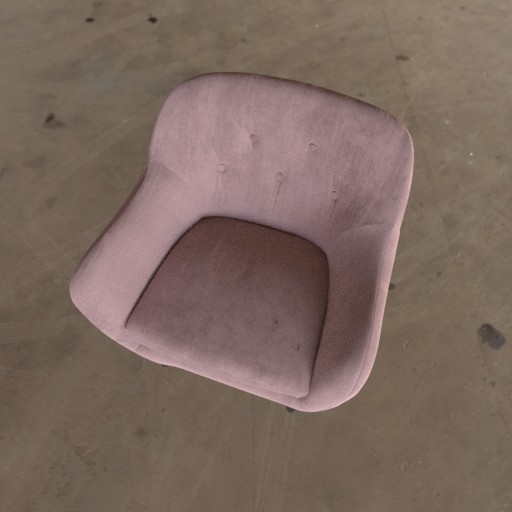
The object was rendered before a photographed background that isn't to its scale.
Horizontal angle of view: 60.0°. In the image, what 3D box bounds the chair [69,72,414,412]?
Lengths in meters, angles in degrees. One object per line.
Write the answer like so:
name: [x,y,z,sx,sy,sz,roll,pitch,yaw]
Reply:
chair: [0.000,0.000,1.476,0.840,0.820,0.820,17,59,10]
